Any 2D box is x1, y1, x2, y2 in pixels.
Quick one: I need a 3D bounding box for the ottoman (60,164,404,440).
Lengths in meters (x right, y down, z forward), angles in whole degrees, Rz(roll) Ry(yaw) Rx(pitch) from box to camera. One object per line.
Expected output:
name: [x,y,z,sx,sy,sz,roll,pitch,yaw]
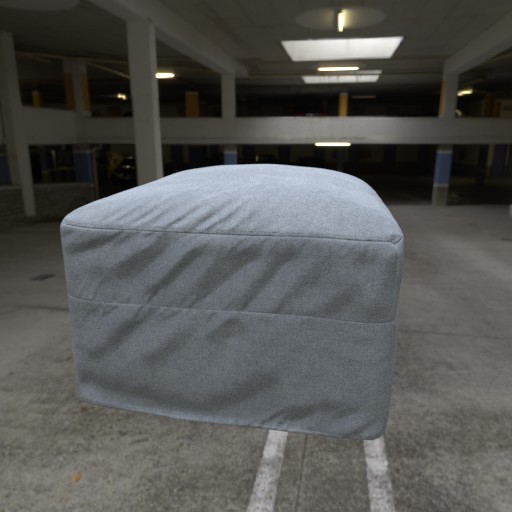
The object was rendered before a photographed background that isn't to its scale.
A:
ottoman: [0.000,0.000,1.210,0.683,0.481,0.837,3,15,10]
